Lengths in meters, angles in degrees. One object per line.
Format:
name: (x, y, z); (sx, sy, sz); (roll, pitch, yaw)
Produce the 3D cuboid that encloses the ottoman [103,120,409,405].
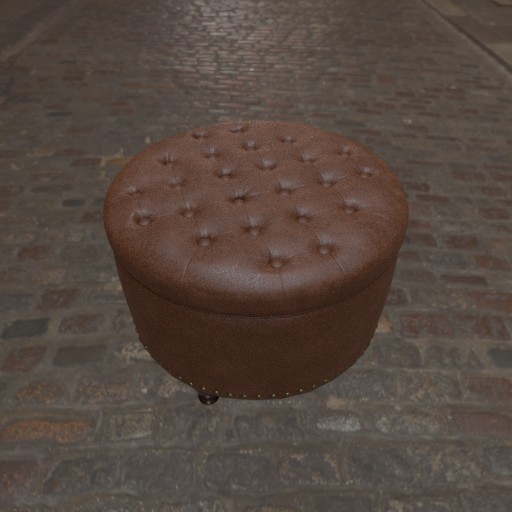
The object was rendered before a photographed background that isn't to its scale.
ottoman: (0.000, 0.000, 1.072); (0.637, 0.442, 0.637); (0, 42, 0)
